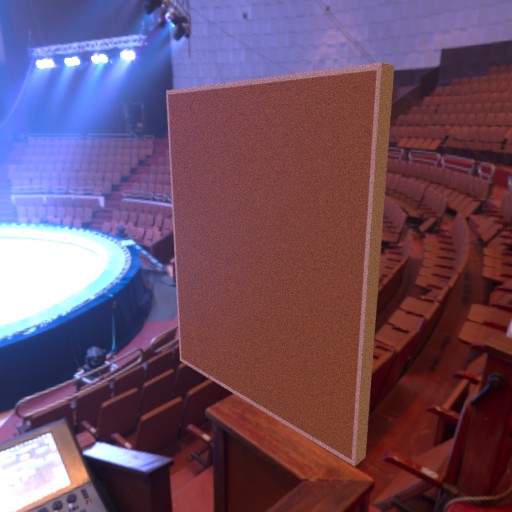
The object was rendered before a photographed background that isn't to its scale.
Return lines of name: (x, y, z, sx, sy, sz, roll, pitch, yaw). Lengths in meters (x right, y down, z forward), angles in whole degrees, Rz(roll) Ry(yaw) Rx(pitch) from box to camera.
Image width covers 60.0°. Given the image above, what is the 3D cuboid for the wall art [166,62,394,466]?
wall art: (0.000, 0.000, 0.741, 0.030, 0.549, 0.443, -14, 21, -42)
